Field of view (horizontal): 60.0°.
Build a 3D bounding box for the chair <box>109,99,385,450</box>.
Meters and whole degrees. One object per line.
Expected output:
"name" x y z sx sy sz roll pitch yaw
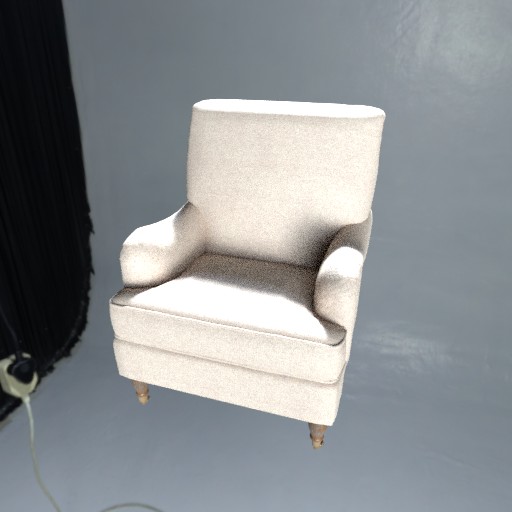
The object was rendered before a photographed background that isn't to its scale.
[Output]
"chair" 0.000 0.000 1.827 0.879 1.119 0.953 8 28 16
